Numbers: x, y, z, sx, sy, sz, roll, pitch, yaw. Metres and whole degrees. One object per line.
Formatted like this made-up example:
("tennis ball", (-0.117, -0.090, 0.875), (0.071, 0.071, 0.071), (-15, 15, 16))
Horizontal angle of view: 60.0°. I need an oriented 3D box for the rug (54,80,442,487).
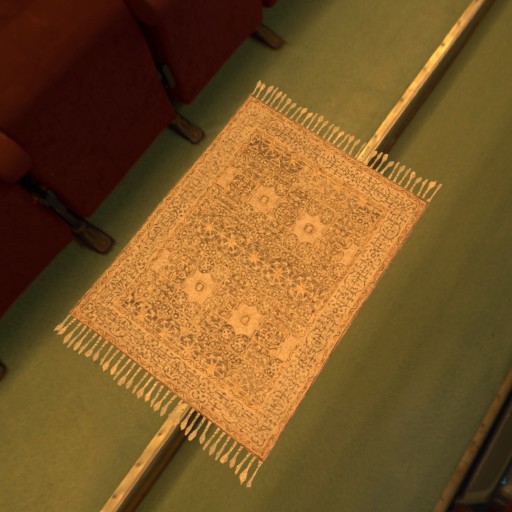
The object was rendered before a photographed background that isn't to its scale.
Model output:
("rug", (0.000, 0.000, 3.082), (1.619, 0.023, 2.465), (34, 76, 9))
